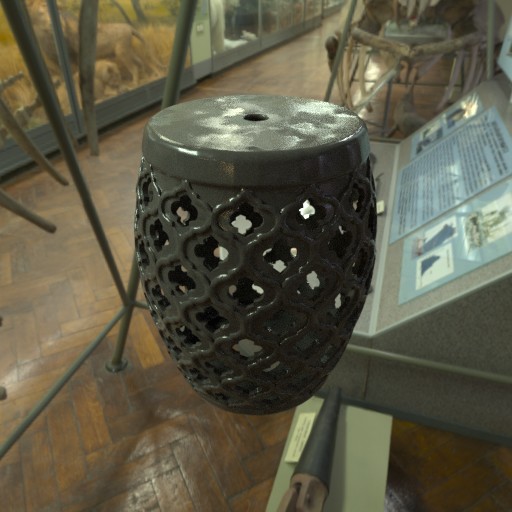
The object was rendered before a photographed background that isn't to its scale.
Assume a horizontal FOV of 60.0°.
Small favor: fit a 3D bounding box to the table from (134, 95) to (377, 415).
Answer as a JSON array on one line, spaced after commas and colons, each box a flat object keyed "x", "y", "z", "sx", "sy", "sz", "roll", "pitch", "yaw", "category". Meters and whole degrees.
[{"x": 0.000, "y": 0.000, "z": 0.629, "sx": 0.325, "sy": 0.388, "sz": 0.325, "roll": 0, "pitch": 32, "yaw": 0, "category": "table"}]
